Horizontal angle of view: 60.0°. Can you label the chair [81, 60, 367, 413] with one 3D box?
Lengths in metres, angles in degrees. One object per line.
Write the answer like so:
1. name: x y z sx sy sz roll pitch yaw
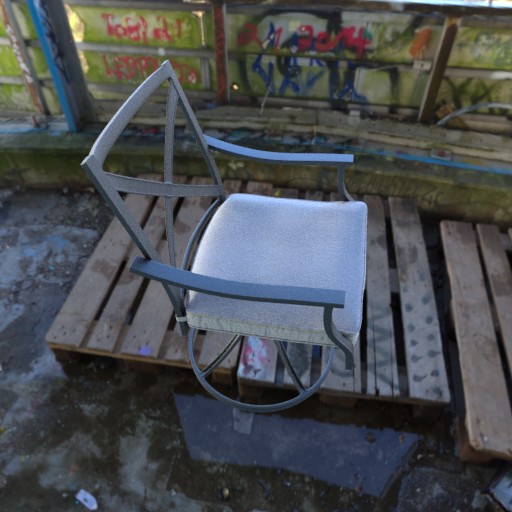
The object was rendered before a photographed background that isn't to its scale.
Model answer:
1. chair: 0.000 0.000 1.285 0.620 0.889 0.575 8 46 7
